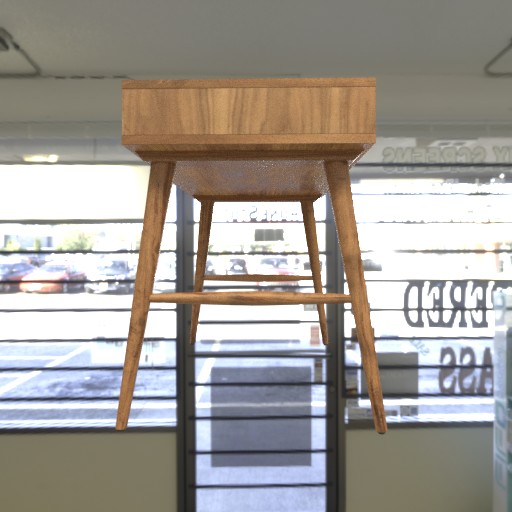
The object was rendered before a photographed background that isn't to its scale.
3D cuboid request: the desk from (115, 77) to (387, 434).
[{"bbox_3d":[0.000,0.000,1.417,0.588,0.758,0.949,0,0,2],"label":"desk"}]
